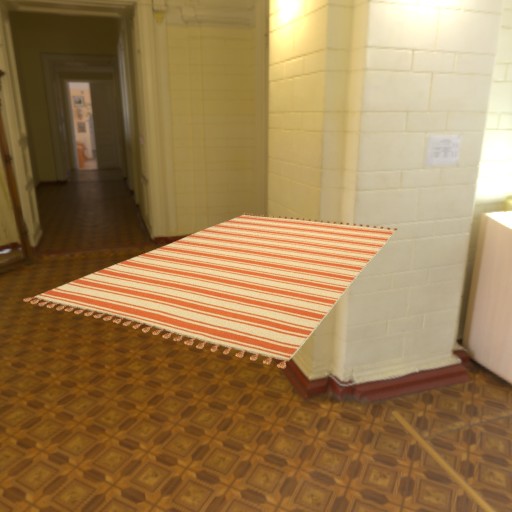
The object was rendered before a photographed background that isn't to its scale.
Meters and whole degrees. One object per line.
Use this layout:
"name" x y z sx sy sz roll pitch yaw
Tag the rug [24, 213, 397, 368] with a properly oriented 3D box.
"rug" 0.000 0.000 2.550 1.232 0.017 2.092 8 19 25
